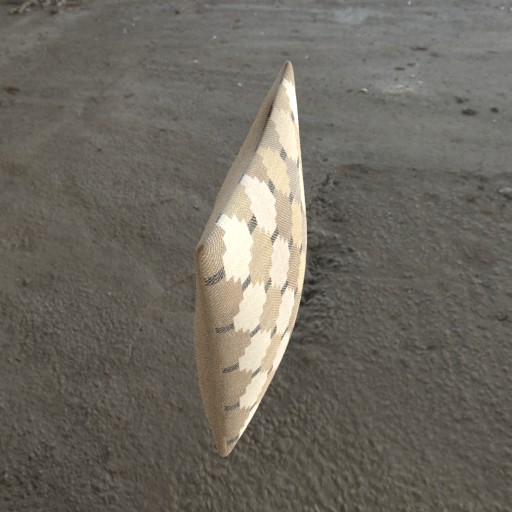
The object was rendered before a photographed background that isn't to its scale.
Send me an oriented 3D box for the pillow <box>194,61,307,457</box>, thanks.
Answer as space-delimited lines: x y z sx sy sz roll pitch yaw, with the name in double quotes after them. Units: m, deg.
0.000 0.000 0.860 0.192 0.558 0.578 9 46 9 "pillow"
